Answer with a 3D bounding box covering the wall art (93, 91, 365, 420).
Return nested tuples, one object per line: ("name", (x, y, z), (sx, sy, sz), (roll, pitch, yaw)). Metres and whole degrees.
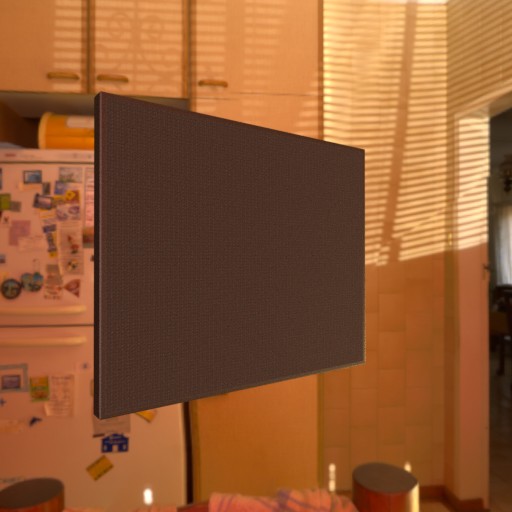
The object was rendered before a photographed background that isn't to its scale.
("wall art", (0.000, 0.000, 0.792), (0.559, 0.458, 0.029), (0, 0, -36))
